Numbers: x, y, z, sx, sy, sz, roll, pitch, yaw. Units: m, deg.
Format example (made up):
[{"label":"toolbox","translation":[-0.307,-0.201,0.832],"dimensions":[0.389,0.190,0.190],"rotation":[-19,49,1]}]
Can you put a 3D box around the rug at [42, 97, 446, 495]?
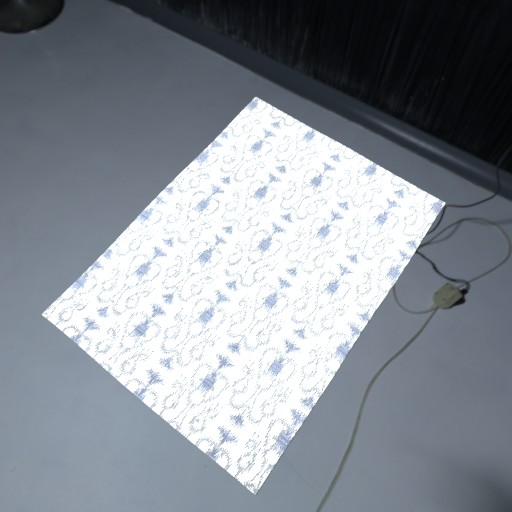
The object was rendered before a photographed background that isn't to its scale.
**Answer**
[{"label":"rug","translation":[0.000,0.000,2.944],"dimensions":[1.676,0.013,2.261],"rotation":[34,69,15]}]
